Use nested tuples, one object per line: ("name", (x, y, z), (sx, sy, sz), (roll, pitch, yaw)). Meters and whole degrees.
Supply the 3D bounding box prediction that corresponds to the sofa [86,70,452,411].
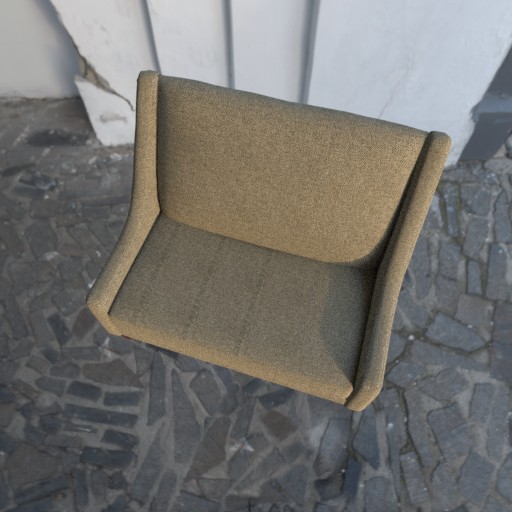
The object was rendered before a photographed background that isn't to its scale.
("sofa", (0.000, 0.000, 1.904), (1.242, 1.021, 0.870), (15, 61, 9))
